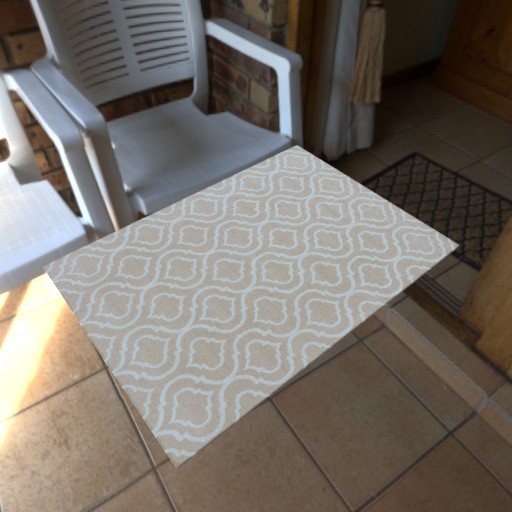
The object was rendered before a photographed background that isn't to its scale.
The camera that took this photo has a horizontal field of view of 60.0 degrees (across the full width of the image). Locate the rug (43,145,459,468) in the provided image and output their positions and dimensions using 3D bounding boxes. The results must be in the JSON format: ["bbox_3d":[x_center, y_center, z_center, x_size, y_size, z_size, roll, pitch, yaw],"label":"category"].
[{"bbox_3d":[0.000,0.000,2.777,2.134,0.010,1.524,-31,53,-26],"label":"rug"}]
